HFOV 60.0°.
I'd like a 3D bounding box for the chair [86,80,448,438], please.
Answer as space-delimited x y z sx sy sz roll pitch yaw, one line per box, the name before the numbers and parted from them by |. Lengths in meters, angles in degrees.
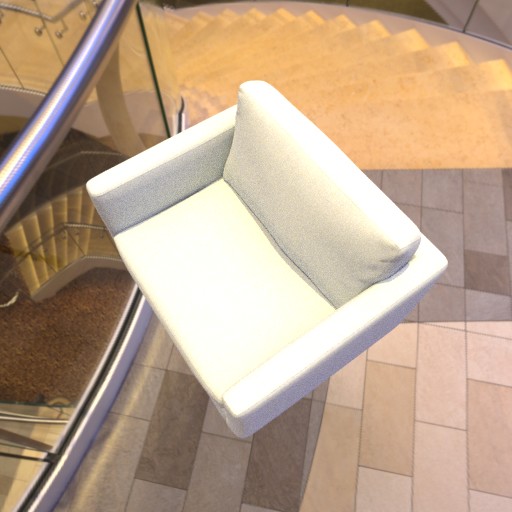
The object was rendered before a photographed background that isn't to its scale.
chair | 0.000 0.000 1.884 0.953 0.961 1.107 -32 67 -16
